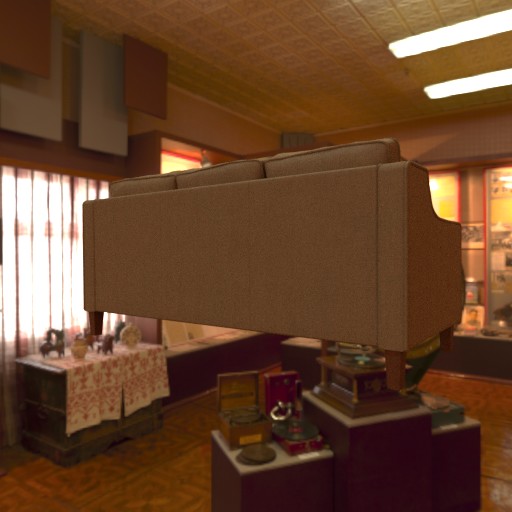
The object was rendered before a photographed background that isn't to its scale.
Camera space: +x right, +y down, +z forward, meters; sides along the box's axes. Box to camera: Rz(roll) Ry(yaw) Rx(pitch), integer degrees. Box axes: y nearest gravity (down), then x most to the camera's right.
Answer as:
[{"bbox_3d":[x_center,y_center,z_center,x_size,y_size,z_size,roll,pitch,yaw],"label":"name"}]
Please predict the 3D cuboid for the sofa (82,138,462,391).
[{"bbox_3d":[0.000,0.000,2.506,1.986,0.974,0.911,0,0,36],"label":"sofa"}]
